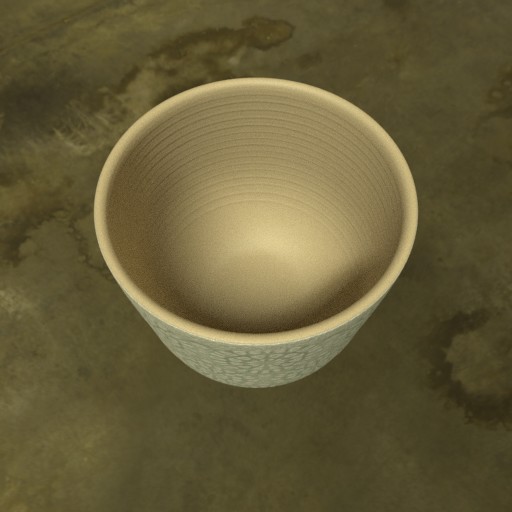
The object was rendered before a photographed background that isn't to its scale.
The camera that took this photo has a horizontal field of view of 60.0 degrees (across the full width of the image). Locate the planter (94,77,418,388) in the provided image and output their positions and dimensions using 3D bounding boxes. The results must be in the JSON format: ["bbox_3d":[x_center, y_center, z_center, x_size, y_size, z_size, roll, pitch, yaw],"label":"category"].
[{"bbox_3d":[0.000,0.000,0.301,0.169,0.153,0.169,0,62,0],"label":"planter"}]
